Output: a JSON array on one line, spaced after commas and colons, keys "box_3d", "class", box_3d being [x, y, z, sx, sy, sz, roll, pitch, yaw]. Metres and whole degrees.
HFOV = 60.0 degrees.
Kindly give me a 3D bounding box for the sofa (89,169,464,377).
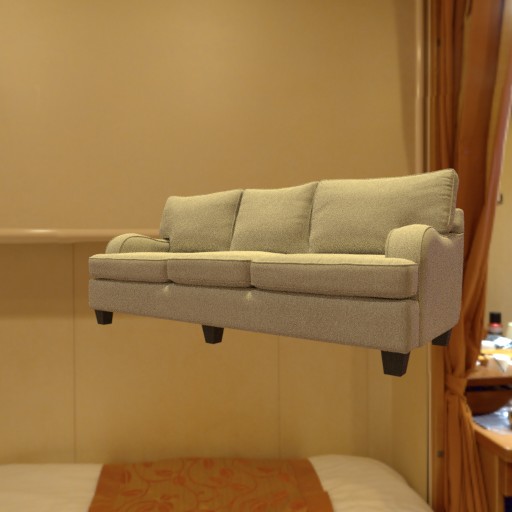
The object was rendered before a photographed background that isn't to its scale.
[{"box_3d": [0.000, 0.000, 2.876, 2.323, 0.991, 1.016, 1, 1, 37], "class": "sofa"}]
